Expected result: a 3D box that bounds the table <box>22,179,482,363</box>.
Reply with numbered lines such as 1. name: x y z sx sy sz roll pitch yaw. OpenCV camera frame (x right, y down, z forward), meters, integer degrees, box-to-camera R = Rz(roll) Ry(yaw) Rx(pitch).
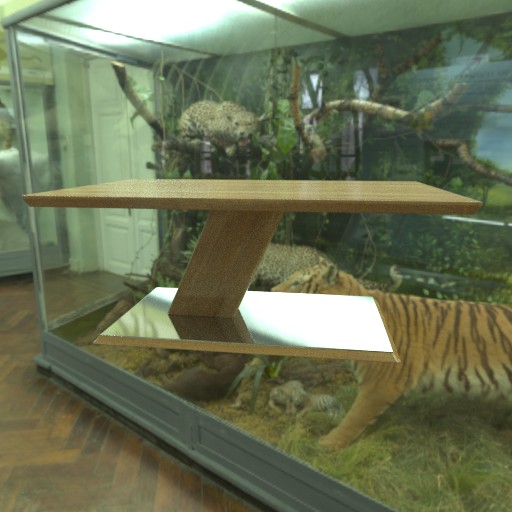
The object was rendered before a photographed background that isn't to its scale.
1. table: 0.000 0.000 1.429 1.100 0.441 0.692 2 13 8
